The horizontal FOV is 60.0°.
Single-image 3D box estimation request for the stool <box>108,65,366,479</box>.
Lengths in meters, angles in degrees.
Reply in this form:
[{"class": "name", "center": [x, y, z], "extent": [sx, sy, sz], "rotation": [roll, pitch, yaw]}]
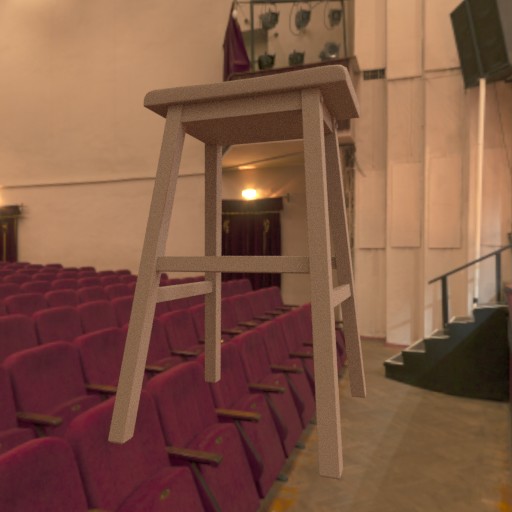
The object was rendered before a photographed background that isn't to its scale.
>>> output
[{"class": "stool", "center": [0.000, 0.000, 1.029], "extent": [0.457, 0.737, 0.476], "rotation": [0, 0, 19]}]
